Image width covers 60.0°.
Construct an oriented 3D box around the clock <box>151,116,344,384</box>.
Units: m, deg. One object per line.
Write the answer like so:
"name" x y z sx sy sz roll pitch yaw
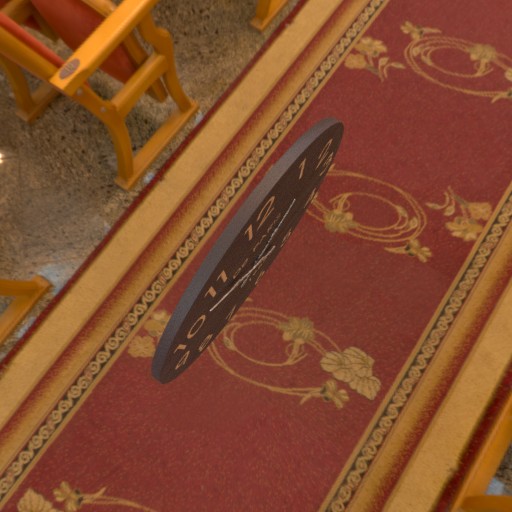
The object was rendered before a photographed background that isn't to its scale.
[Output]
"clock" 0.000 0.000 0.883 0.029 0.595 0.595 35 79 8
